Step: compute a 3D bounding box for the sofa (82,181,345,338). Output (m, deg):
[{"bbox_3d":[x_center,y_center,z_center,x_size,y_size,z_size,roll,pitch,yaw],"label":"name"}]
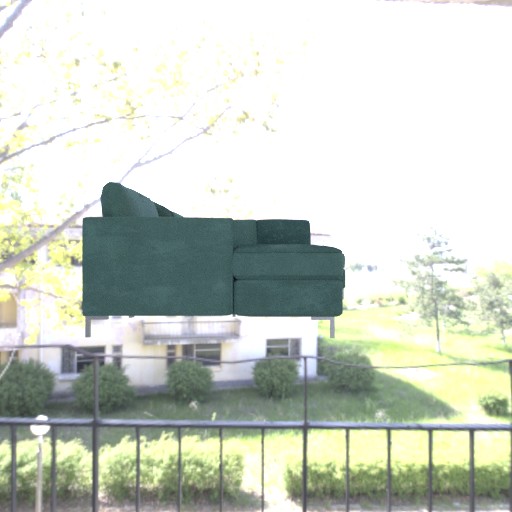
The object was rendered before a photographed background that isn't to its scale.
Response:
[{"bbox_3d":[0.000,0.000,4.330,2.055,0.992,3.434,0,0,0],"label":"sofa"}]
